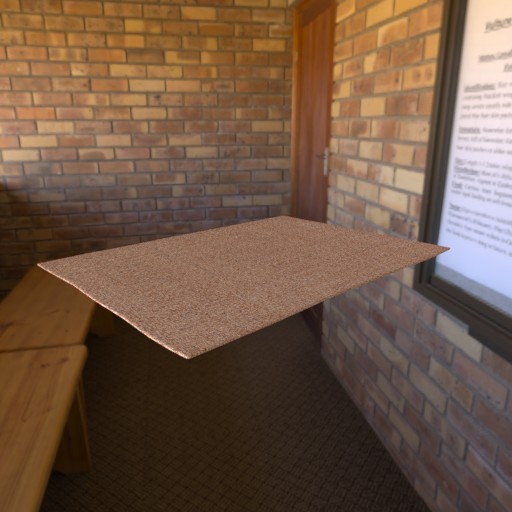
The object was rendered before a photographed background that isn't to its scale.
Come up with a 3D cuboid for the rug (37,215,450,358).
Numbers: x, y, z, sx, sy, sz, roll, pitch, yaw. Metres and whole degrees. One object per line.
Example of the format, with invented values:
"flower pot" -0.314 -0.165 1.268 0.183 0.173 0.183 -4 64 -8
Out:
"rug" 0.000 0.000 2.800 2.141 0.013 1.566 -15 22 -42
